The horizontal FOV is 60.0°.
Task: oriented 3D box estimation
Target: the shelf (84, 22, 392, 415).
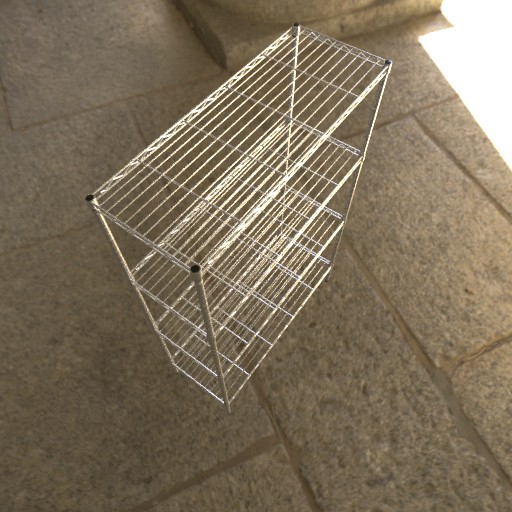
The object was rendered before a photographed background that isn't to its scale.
[{"bbox_3d":[0.000,0.000,1.759,0.352,1.360,0.907,32,63,18],"label":"shelf"}]
